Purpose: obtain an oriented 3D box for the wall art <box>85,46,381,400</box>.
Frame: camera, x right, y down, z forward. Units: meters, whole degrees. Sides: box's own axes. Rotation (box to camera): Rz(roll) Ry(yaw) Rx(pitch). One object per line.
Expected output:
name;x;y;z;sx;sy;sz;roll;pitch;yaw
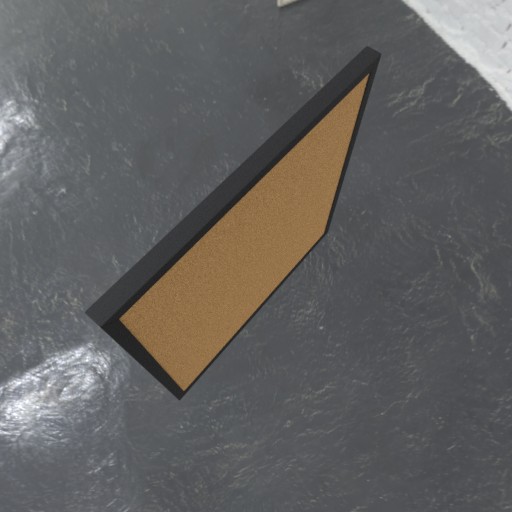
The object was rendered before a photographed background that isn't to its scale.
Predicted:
wall art;0.000;0.000;1.135;0.037;0.763;0.763;37;70;16
